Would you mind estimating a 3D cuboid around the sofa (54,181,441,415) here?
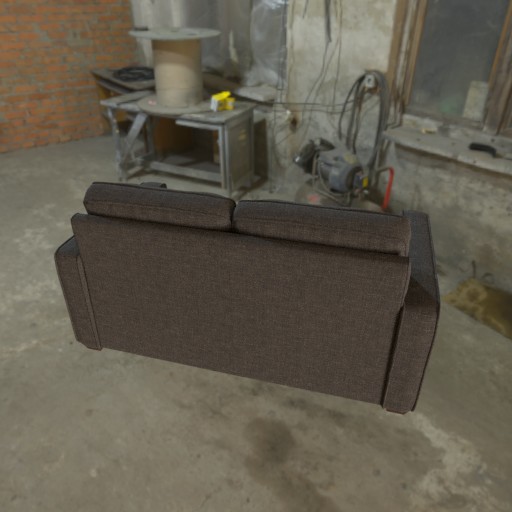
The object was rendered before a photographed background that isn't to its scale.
[{"bbox_3d":[0.000,0.000,2.291,1.709,0.918,0.947,8,32,13],"label":"sofa"}]
